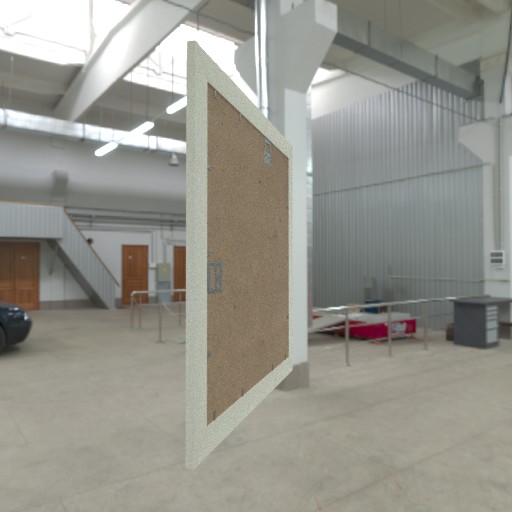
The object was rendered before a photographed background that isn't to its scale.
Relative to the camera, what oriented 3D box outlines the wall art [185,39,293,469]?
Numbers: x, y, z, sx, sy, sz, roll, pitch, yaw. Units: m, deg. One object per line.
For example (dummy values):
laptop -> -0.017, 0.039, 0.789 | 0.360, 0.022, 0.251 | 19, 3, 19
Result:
wall art -> 0.000, 0.000, 0.885 | 0.013, 0.584, 0.584 | 0, -1, 18
